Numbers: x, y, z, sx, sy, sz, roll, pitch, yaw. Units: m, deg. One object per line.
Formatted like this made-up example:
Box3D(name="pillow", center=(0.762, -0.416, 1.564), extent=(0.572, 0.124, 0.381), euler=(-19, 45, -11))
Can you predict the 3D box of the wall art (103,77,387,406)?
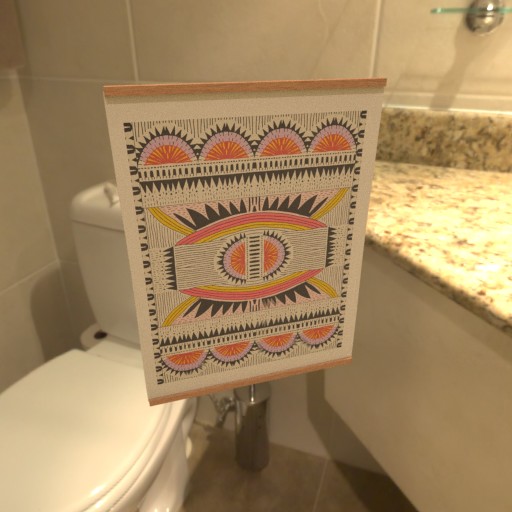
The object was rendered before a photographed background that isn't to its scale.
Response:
Box3D(name="wall art", center=(0.000, 0.000, 1.382), extent=(0.765, 1.016, 0.028), euler=(-8, 28, -15))
